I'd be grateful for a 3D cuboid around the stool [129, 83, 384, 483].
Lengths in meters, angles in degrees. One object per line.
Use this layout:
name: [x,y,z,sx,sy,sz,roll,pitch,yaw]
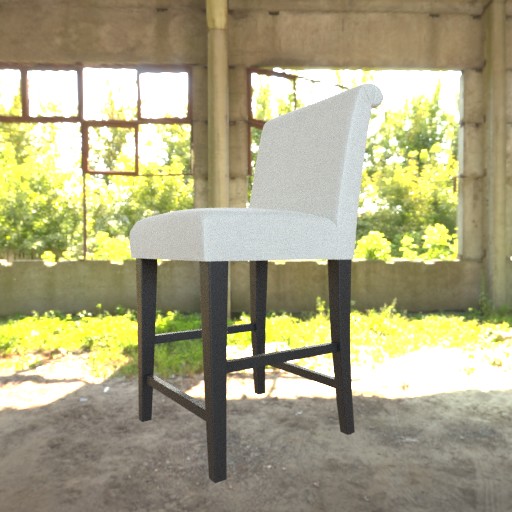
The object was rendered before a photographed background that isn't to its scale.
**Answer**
stool: [0.000,0.000,1.290,0.597,0.976,0.452,-1,1,-36]
